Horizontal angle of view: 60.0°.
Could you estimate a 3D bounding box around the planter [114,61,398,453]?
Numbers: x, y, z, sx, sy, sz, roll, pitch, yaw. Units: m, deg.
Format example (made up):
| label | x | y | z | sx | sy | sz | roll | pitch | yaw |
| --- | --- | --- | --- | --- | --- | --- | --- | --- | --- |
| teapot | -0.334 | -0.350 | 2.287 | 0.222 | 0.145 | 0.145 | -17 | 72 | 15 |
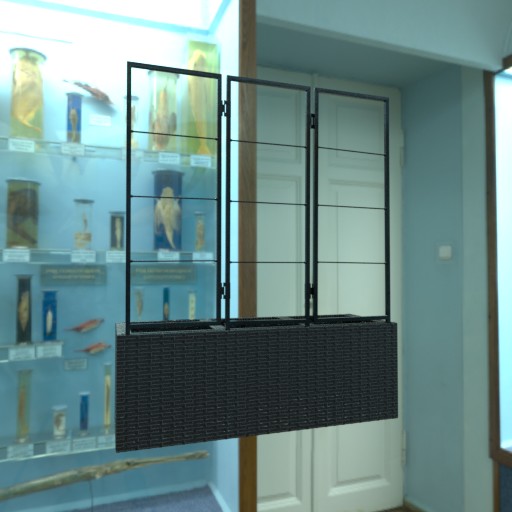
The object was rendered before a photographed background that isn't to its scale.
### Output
| label | x | y | z | sx | sy | sz | roll | pitch | yaw |
| --- | --- | --- | --- | --- | --- | --- | --- | --- | --- |
| planter | 0.000 | 0.000 | 1.162 | 0.699 | 0.841 | 0.244 | 1 | -2 | -18 |
